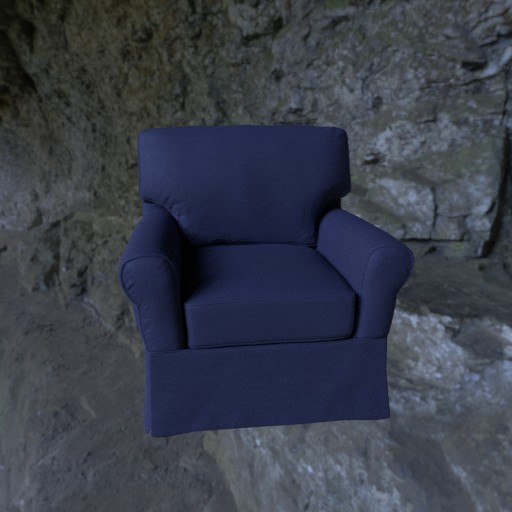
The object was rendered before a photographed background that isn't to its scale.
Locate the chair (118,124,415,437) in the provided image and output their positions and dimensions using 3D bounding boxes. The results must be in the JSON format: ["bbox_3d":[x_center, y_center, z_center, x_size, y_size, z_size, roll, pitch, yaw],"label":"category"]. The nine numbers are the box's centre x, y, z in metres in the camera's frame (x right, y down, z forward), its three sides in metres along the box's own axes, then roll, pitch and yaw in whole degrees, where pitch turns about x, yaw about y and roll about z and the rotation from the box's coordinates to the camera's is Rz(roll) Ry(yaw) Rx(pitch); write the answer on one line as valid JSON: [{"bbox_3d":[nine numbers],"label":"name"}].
[{"bbox_3d":[0.000,0.000,2.004,1.119,1.140,1.002,-2,17,-8],"label":"chair"}]
